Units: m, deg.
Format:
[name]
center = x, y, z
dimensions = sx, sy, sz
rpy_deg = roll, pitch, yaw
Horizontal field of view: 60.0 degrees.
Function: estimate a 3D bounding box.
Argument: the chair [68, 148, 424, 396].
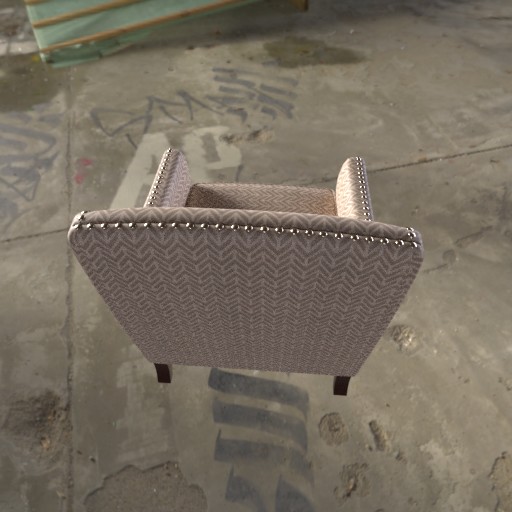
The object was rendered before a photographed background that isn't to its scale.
[chair]
center = 0.000, 0.000, 1.245
dimensions = 0.623, 0.816, 0.651
rpy_deg = 3, 48, 3
